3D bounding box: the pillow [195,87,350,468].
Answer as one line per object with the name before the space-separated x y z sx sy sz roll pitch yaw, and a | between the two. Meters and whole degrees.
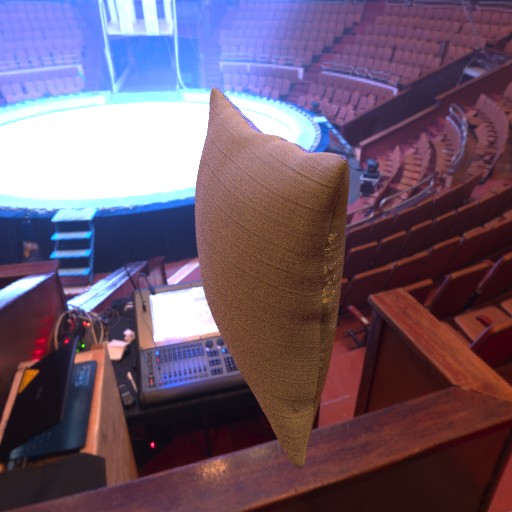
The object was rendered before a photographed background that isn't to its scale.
pillow | 0.000 0.000 0.727 0.175 0.464 0.470 -10 32 -17
